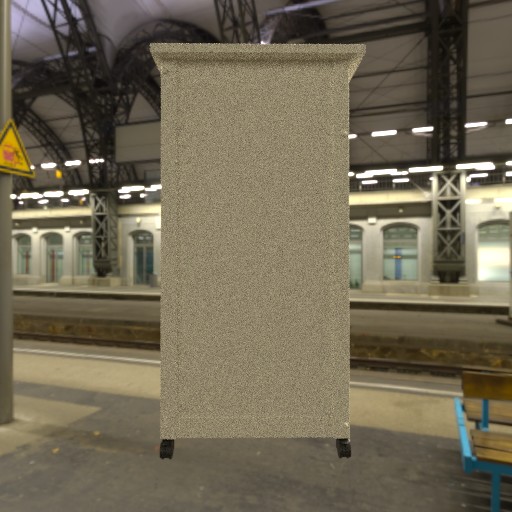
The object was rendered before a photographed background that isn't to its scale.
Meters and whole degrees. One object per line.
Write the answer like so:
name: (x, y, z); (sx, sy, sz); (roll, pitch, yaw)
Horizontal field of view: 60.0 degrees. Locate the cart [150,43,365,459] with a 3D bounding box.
cart: (0.000, 0.000, 1.247); (0.442, 0.864, 0.683); (0, -1, -1)
